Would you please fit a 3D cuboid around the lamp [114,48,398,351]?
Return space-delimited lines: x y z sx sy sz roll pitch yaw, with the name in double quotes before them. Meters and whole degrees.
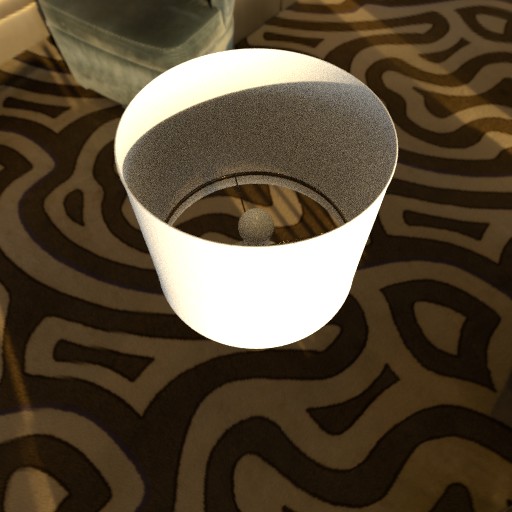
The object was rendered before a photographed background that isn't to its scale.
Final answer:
"lamp" 0.000 0.000 0.522 0.229 0.380 0.229 0 58 0
